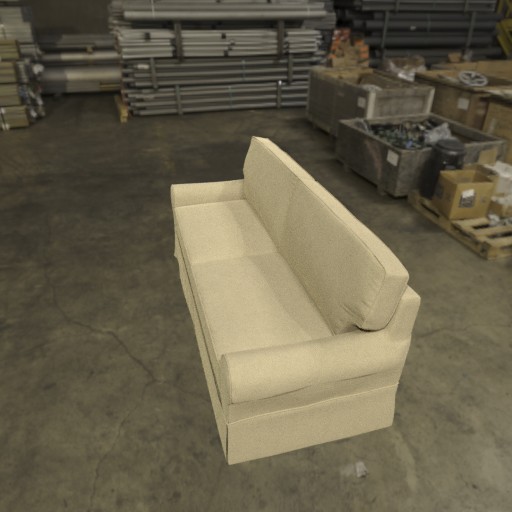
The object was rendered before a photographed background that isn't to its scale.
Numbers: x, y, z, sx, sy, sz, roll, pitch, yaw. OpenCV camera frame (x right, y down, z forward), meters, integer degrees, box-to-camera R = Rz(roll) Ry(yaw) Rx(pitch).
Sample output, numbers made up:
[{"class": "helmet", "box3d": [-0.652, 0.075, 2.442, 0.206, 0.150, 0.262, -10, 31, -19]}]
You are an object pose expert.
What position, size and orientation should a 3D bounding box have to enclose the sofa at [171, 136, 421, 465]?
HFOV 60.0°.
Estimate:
[{"class": "sofa", "box3d": [0.000, 0.000, 2.820, 0.900, 1.014, 2.246, -8, 31, -13]}]
